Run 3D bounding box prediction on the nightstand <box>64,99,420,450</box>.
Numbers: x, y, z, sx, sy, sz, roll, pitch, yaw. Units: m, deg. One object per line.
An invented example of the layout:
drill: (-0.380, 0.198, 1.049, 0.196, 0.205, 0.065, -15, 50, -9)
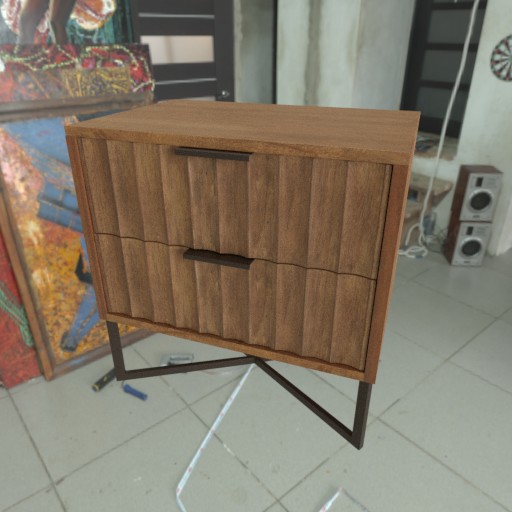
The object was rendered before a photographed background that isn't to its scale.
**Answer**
nightstand: (0.000, 0.000, 1.026, 0.613, 0.615, 0.427, 9, 28, 18)
